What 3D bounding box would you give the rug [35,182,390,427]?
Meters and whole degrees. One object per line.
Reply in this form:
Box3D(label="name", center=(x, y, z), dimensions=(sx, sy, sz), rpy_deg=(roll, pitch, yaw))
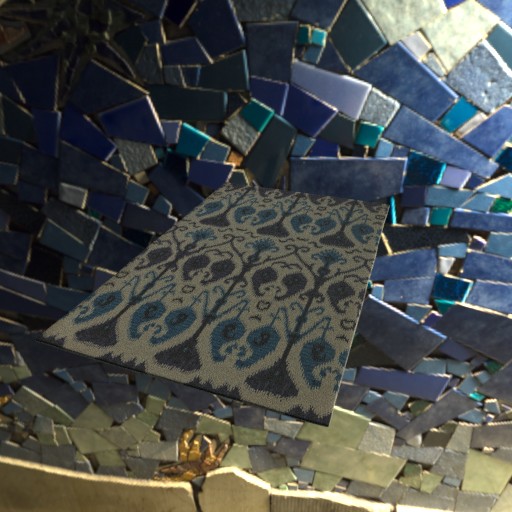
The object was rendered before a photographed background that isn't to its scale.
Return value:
Box3D(label="rug", center=(0.000, 0.000, 2.115), dimensions=(1.072, 0.013, 1.698), rpy_deg=(11, 32, 18))
